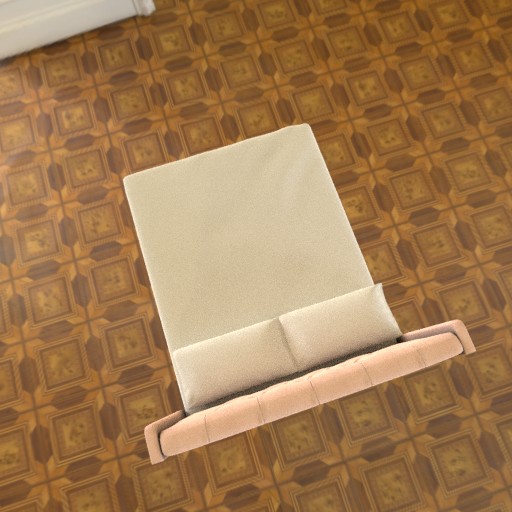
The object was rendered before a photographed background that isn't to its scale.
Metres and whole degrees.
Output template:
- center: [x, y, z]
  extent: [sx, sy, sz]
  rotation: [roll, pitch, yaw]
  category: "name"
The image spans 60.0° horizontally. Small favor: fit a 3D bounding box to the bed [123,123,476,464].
- center: [0.000, 0.000, 3.207]
  extent: [1.719, 1.665, 2.066]
  rotation: [-18, 76, -5]
  category: "bed"
